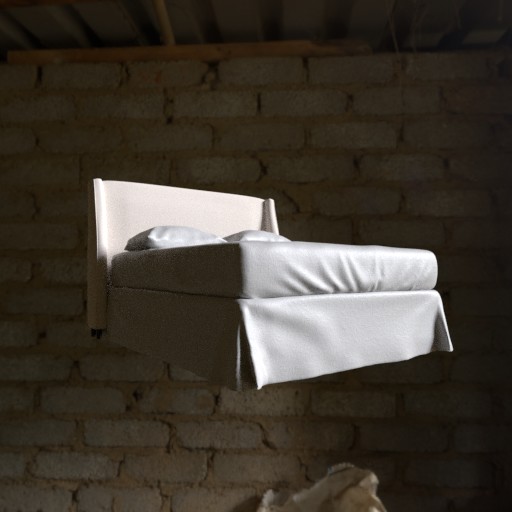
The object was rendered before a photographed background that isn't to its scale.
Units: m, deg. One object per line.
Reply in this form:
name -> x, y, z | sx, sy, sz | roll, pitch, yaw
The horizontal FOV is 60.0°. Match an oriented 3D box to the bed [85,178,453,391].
bed -> 0.000, 0.000, 3.380 | 1.925, 1.332, 2.276 | 1, -2, -36
